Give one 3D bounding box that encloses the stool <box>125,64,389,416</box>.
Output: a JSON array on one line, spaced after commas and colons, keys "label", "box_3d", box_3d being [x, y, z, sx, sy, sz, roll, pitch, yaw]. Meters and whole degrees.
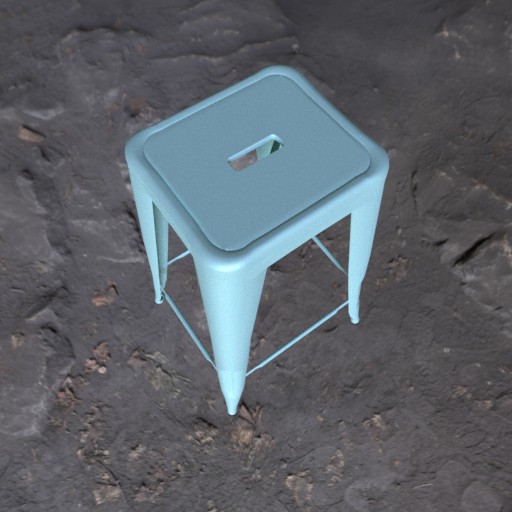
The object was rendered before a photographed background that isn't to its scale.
[{"label": "stool", "box_3d": [0.000, 0.000, 0.860, 0.399, 0.609, 0.359, -33, 67, -16]}]
